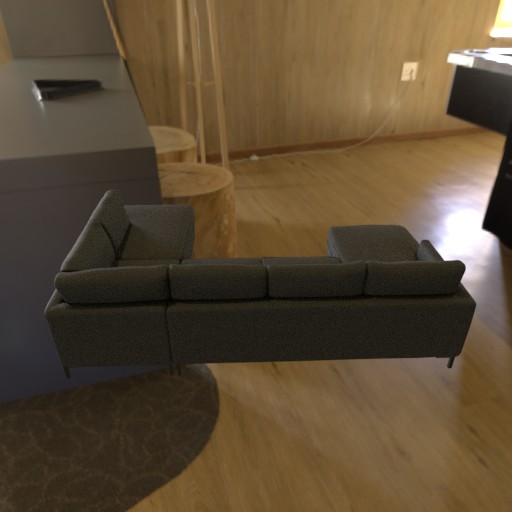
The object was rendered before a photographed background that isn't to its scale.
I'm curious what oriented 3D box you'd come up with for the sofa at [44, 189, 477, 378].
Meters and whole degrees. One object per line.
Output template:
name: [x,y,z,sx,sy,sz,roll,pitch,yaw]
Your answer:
sofa: [0.000,0.000,3.894,2.975,0.858,1.984,-1,32,-2]
